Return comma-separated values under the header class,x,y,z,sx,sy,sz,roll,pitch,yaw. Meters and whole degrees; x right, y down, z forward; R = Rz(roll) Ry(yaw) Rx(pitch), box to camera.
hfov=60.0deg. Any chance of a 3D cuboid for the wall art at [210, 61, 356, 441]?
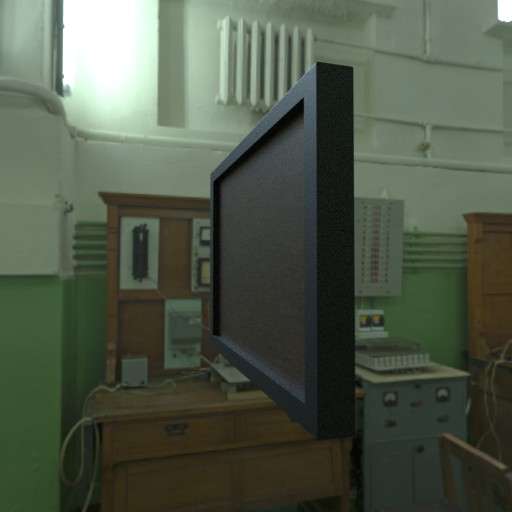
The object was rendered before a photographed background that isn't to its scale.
class,x,y,z,sx,sy,sz,roll,pitch,yaw
wall art,0.000,0.000,0.860,0.051,0.456,0.671,0,-2,-17
